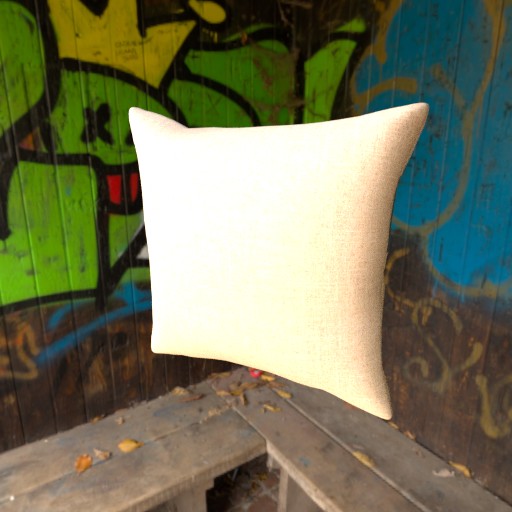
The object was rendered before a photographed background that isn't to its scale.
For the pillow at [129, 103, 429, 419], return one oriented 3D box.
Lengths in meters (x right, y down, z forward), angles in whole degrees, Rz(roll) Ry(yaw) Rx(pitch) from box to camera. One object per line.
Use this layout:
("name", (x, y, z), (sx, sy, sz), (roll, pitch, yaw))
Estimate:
("pillow", (0.000, 0.000, 0.618), (0.414, 0.399, 0.173), (8, 19, 26))
